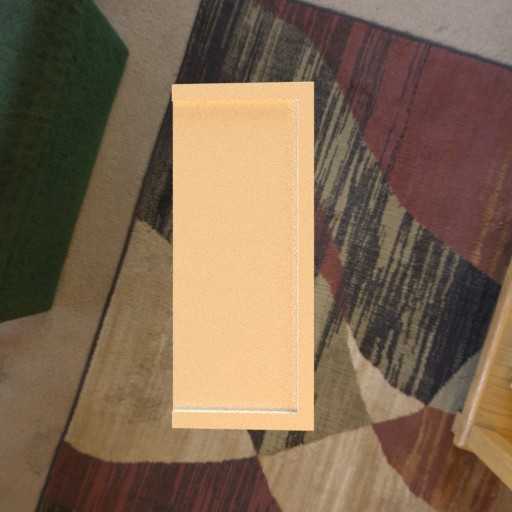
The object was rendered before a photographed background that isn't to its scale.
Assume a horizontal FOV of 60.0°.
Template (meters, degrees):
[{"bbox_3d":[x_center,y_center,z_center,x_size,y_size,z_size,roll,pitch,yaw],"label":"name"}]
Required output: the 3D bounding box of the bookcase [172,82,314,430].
[{"bbox_3d":[0.000,0.000,2.281,0.432,1.880,1.050,0,90,3],"label":"bookcase"}]
